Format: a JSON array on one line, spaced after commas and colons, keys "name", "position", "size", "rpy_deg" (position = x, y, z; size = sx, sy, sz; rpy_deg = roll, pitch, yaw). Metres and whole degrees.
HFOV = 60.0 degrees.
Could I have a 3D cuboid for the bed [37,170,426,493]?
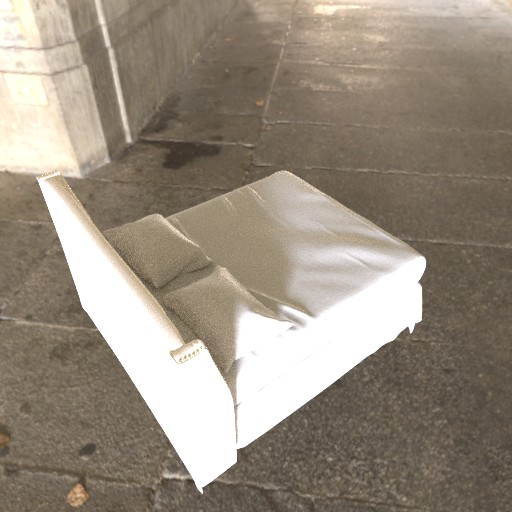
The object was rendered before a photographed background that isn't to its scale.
[{"name": "bed", "position": [0.000, 0.000, 3.321], "size": [2.276, 1.332, 1.925], "rpy_deg": [-27, 47, -27]}]
